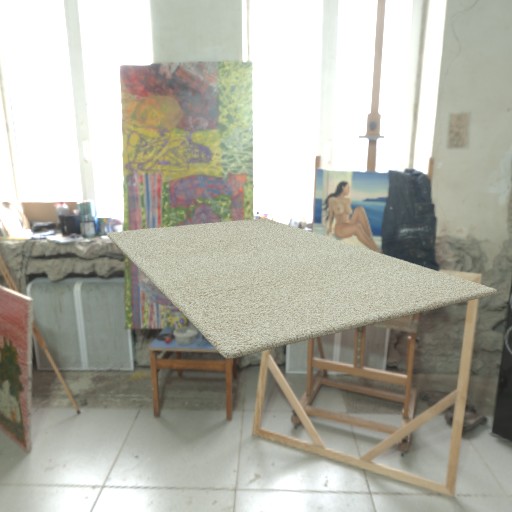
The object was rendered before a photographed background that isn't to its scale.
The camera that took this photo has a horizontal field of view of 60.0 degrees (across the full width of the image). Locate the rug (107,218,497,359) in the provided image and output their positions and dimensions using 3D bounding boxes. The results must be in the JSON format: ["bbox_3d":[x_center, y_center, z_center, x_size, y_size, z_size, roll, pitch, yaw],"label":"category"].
[{"bbox_3d":[0.000,0.000,2.968,1.524,0.030,2.438,-8,16,-27],"label":"rug"}]
